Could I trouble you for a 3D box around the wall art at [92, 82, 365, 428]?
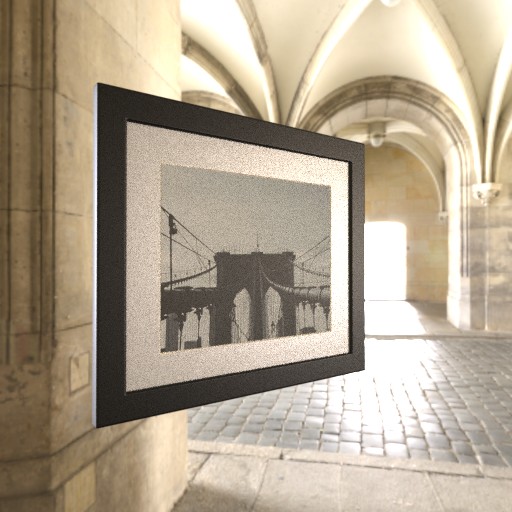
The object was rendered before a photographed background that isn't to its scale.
[{"bbox_3d":[0.000,0.000,0.734,0.521,0.450,0.018,0,-1,-36],"label":"wall art"}]
